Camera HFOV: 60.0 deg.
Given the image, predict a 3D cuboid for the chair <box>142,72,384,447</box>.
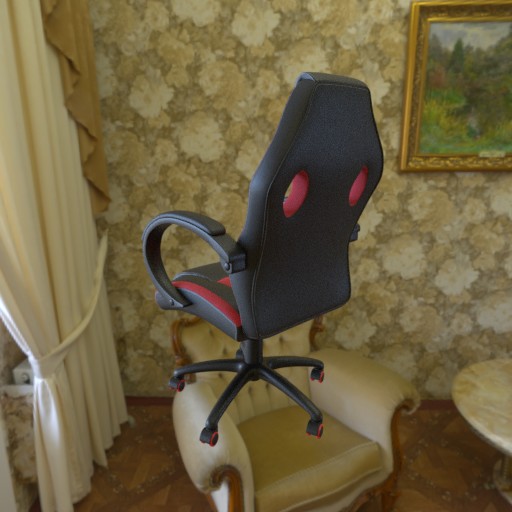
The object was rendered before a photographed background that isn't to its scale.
[{"bbox_3d":[0.000,0.000,1.632,0.673,1.187,0.724,-14,20,-42],"label":"chair"}]
